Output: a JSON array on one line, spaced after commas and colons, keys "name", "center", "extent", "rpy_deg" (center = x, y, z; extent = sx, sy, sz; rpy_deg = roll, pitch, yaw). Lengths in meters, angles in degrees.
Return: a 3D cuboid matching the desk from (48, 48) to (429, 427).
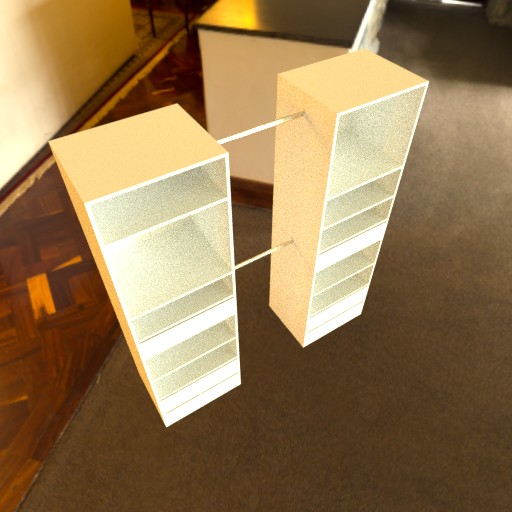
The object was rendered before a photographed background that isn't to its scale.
[{"name": "desk", "center": [0.000, 0.000, 2.784], "extent": [1.770, 2.000, 0.480], "rpy_deg": [-25, 52, -22]}]
